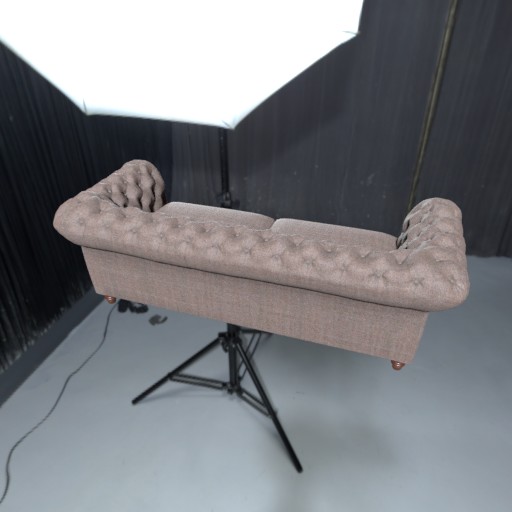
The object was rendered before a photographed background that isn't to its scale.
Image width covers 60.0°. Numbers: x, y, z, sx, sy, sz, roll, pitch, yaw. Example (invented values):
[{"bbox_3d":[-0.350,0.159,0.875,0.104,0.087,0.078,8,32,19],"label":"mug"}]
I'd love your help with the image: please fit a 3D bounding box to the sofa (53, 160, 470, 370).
[{"bbox_3d":[0.000,0.000,2.844,2.385,0.787,0.944,10,34,15],"label":"sofa"}]
